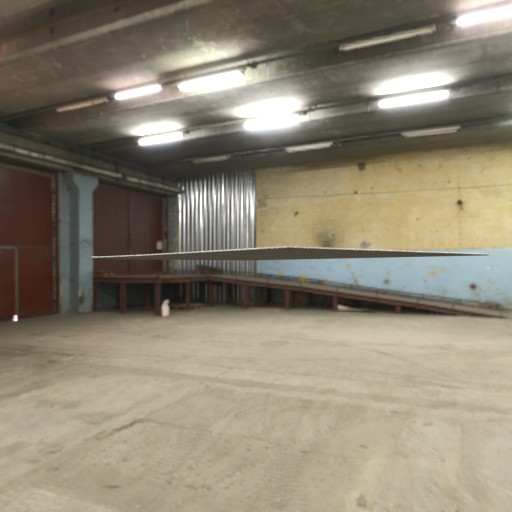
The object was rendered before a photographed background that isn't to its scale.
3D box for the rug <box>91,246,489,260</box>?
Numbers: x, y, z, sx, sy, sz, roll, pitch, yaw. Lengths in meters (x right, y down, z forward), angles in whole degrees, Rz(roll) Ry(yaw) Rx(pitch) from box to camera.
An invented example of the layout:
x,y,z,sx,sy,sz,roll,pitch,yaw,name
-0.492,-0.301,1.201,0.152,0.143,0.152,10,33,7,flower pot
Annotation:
x,y,z,sx,sy,sz,roll,pitch,yaw,name
0.000,0.000,3.079,1.527,0.021,2.447,1,-2,-37,rug
